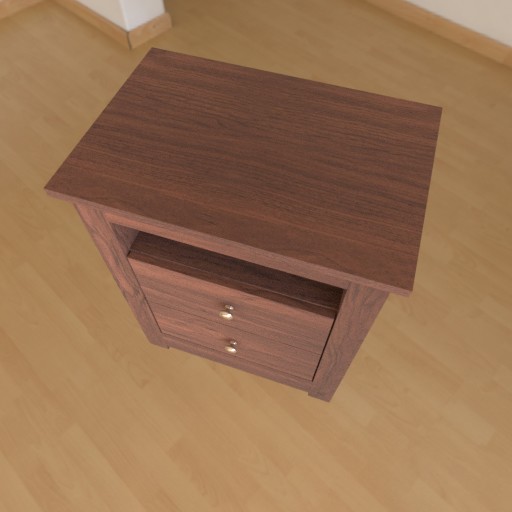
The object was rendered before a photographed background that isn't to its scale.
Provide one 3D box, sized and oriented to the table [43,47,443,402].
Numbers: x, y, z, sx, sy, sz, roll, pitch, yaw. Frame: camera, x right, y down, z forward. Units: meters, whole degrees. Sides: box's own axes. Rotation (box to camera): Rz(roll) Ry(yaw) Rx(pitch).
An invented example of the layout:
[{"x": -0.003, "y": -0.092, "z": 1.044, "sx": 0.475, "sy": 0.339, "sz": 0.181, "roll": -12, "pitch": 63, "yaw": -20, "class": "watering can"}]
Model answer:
[{"x": 0.000, "y": 0.000, "z": 1.064, "sx": 0.589, "sy": 0.711, "sz": 0.406, "roll": 16, "pitch": 59, "yaw": 10, "class": "table"}]
